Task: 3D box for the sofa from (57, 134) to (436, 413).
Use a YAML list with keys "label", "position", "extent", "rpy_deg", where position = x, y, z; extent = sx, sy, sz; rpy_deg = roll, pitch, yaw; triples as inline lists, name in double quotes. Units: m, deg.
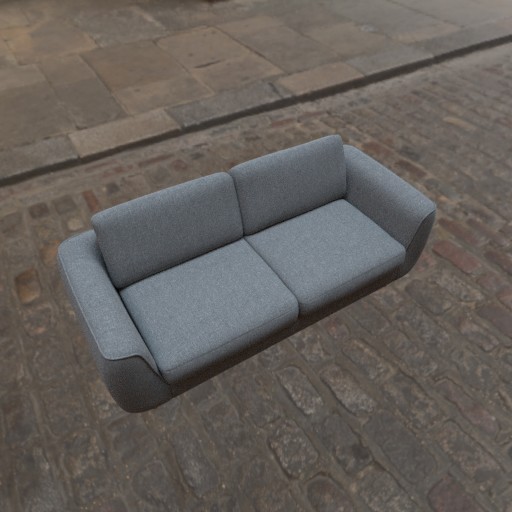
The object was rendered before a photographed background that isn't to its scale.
- label: "sofa"
  position: [0.000, 0.000, 2.544]
  extent: [2.000, 0.870, 0.920]
  rpy_deg: [-23, 49, -22]
